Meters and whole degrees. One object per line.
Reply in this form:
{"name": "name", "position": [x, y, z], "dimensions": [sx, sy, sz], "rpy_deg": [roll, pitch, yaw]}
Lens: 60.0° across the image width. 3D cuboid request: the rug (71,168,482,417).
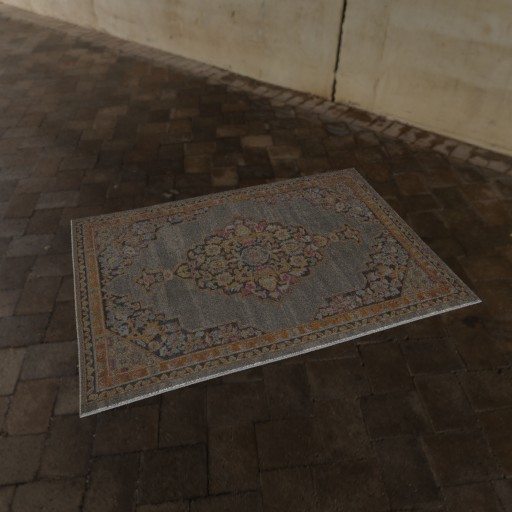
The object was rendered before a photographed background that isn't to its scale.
{"name": "rug", "position": [0.000, 0.000, 3.695], "dimensions": [2.901, 0.026, 2.043], "rpy_deg": [-13, 43, -14]}
